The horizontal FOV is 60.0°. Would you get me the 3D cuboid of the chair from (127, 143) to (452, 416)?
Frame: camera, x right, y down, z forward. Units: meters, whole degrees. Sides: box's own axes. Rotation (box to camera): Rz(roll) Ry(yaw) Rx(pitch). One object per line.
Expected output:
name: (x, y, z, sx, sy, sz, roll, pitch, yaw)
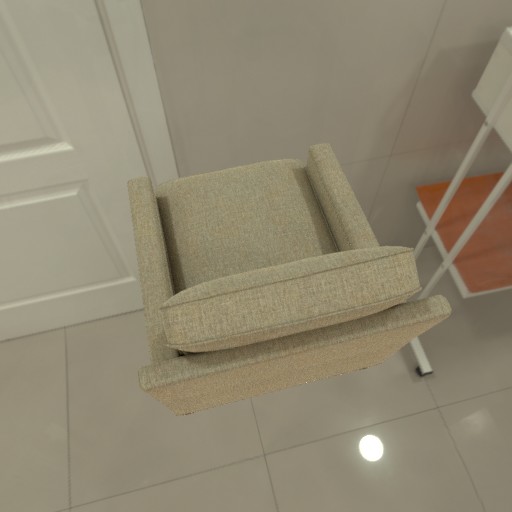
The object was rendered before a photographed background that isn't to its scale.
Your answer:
chair: (0.000, 0.000, 1.675, 0.853, 0.943, 1.014, -12, 59, -8)
